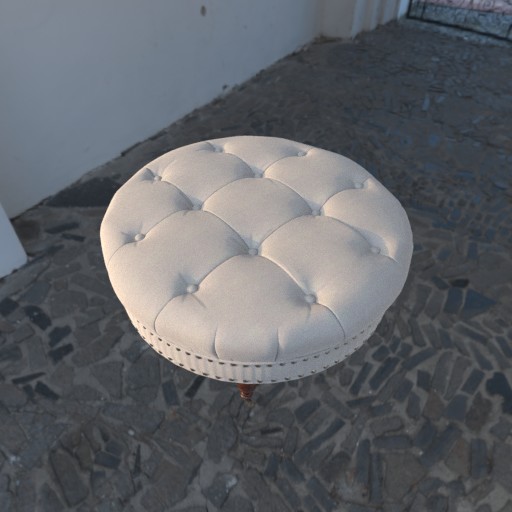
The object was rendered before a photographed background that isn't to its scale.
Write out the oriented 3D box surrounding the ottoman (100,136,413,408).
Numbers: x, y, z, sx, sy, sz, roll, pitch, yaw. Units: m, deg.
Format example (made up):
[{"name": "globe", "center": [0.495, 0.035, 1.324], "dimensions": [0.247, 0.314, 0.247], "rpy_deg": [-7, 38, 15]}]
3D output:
[{"name": "ottoman", "center": [0.000, 0.000, 1.403], "dimensions": [0.901, 0.439, 0.901], "rpy_deg": [0, 44, 0]}]
